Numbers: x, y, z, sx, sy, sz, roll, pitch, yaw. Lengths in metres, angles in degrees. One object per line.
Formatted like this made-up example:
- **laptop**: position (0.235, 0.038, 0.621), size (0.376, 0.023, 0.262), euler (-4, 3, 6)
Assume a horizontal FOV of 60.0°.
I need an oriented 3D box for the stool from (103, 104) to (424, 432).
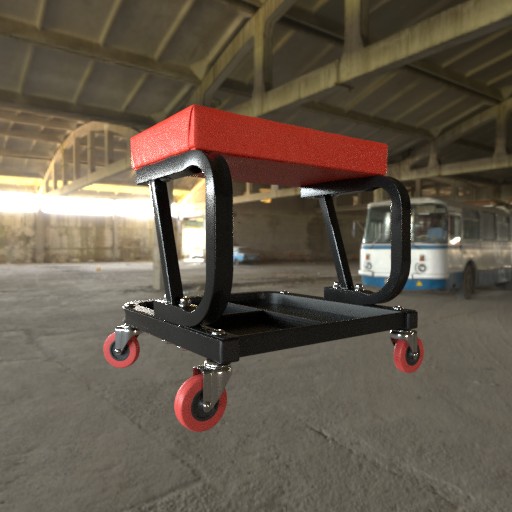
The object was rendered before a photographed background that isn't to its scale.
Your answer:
- **stool**: position (0.000, 0.000, 0.741), size (0.446, 0.380, 0.371), euler (-1, 2, -36)
